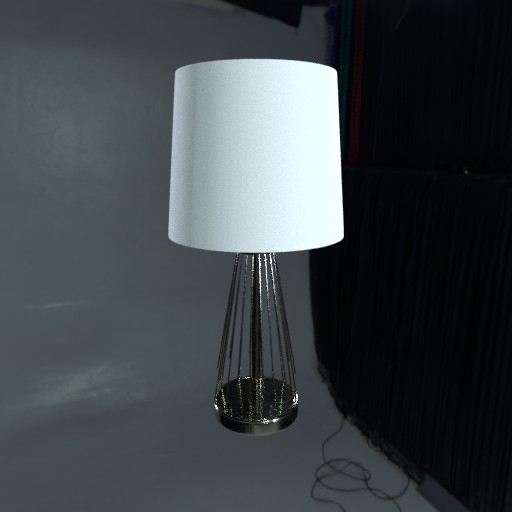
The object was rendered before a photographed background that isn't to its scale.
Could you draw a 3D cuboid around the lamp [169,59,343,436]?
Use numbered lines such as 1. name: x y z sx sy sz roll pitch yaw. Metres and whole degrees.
1. lamp: 0.000 0.000 0.791 0.303 0.618 0.303 0 14 0
